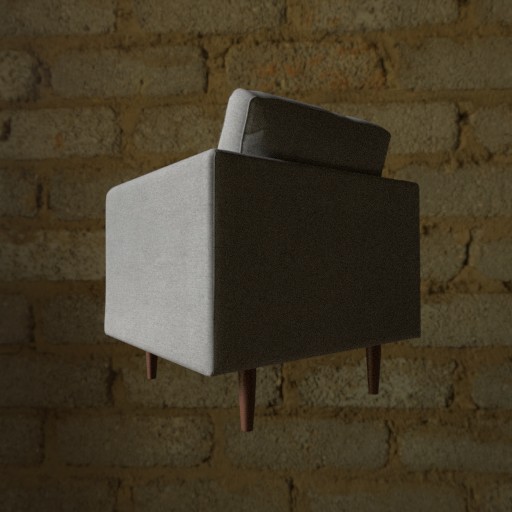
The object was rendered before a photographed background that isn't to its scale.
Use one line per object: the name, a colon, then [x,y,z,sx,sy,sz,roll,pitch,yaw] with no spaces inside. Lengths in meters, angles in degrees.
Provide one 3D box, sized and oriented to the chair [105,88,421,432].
chair: [0.000,0.000,1.588,0.855,0.927,0.800,0,0,-37]
